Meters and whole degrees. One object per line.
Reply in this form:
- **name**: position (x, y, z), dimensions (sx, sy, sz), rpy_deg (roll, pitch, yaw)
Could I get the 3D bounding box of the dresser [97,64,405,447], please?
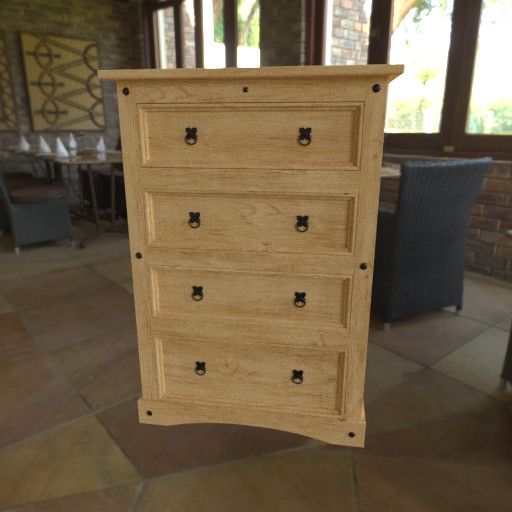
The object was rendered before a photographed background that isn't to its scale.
- **dresser**: position (0.000, 0.000, 1.708), dimensions (0.915, 1.300, 0.485), rpy_deg (3, 17, 9)
